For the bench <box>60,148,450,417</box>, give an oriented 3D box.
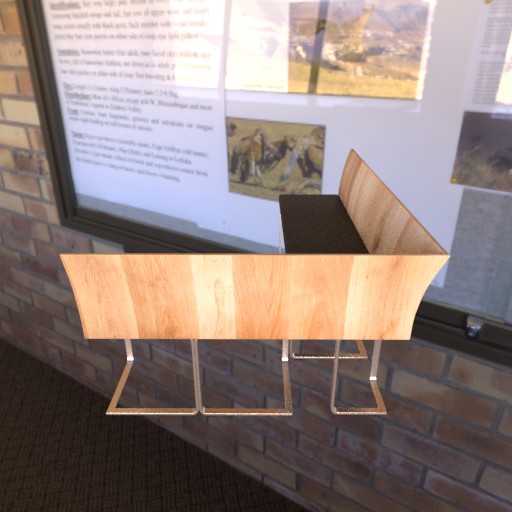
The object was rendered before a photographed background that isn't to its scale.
[{"bbox_3d":[0.000,0.000,2.771,1.495,0.930,1.945,0,25,0],"label":"bench"}]
